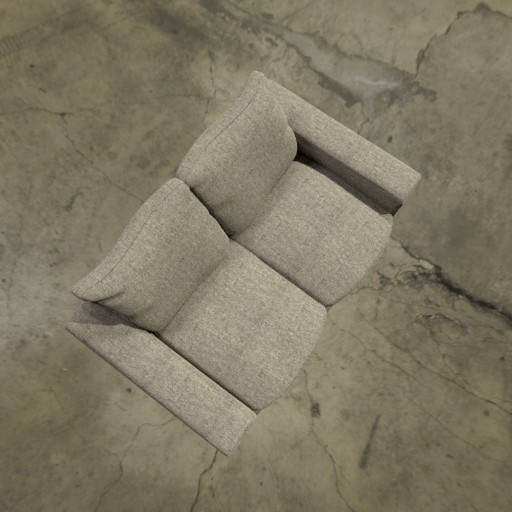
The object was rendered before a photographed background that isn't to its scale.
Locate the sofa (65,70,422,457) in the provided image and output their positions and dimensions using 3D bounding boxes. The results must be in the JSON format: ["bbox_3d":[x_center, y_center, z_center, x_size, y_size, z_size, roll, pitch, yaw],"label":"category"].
[{"bbox_3d":[0.000,0.000,2.387,1.094,0.877,1.758,35,79,8],"label":"sofa"}]
